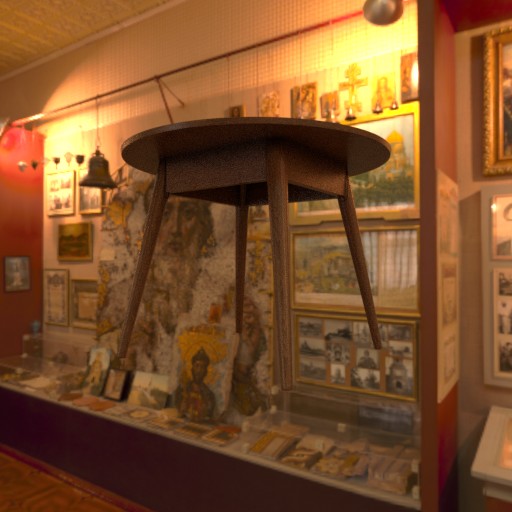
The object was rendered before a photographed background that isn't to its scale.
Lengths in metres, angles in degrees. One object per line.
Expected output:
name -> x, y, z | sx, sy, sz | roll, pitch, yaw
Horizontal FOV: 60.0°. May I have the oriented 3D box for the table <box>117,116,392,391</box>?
table -> 0.000, 0.000, 1.793 | 1.053, 0.786, 1.053 | 0, -1, 0
